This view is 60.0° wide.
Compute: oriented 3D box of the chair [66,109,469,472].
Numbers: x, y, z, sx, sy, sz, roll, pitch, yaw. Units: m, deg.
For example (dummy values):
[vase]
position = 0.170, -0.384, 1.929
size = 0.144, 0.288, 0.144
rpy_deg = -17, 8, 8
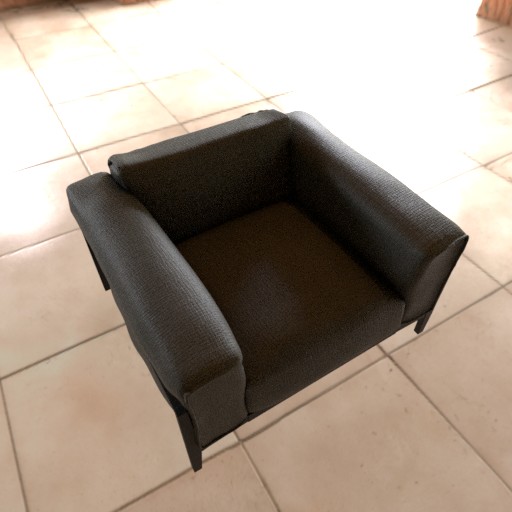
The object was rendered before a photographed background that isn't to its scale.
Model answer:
[chair]
position = 0.000, 0.000, 1.651
size = 1.056, 0.646, 0.969
rpy_deg = -24, 51, -21
